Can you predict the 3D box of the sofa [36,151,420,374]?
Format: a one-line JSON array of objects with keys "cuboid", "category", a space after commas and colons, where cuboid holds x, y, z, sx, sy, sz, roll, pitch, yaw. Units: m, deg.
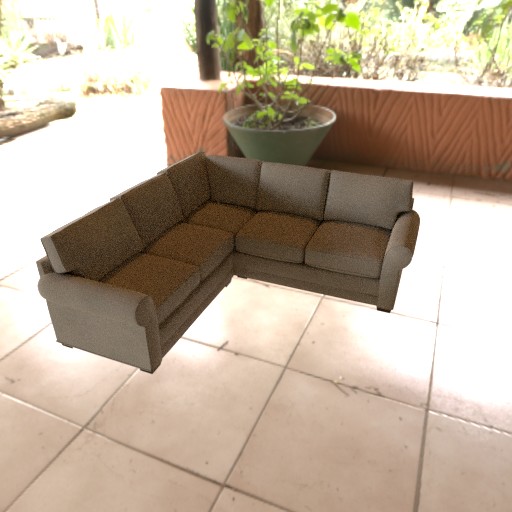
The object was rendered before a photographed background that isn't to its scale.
[{"cuboid": [0.000, 0.000, 3.888, 2.569, 1.054, 2.487, 11, 31, 19], "category": "sofa"}]
